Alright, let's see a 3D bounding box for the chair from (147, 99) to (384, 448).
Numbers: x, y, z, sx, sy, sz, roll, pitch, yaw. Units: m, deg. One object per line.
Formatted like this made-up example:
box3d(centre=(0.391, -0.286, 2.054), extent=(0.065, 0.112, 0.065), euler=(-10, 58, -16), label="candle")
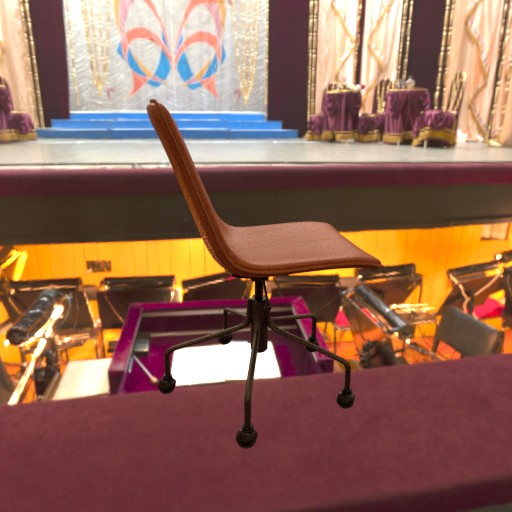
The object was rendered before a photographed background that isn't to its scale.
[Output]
box3d(centre=(0.000, 0.000, 1.394), extent=(0.660, 0.920, 0.651), euler=(-3, 18, -9), label="chair")
